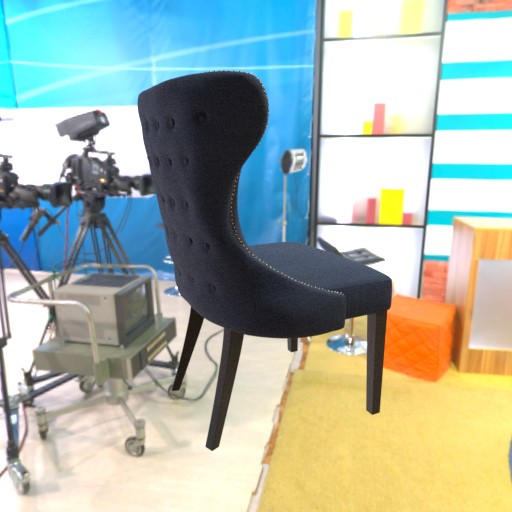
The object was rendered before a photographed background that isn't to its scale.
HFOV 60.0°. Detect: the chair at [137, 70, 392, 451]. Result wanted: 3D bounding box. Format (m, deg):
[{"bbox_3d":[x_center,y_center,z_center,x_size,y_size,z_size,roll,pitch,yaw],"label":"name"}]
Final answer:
[{"bbox_3d":[0.000,0.000,1.358,0.635,0.967,0.628,-7,16,-26],"label":"chair"}]
